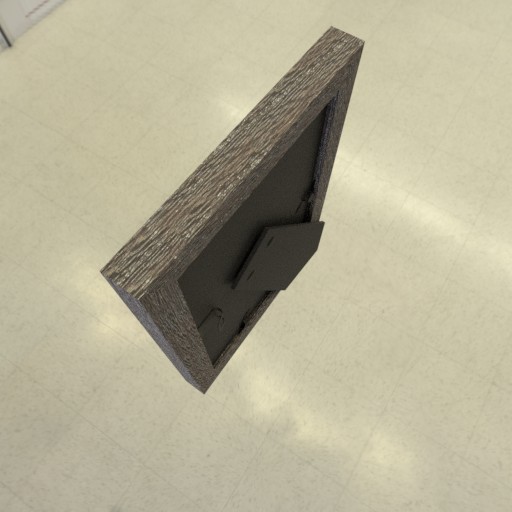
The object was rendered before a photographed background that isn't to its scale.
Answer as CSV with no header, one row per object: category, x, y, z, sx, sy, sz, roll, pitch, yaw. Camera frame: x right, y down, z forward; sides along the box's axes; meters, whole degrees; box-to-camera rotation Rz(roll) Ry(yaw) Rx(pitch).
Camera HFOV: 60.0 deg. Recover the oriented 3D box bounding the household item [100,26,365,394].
household item,0.000,0.000,0.234,0.020,0.180,0.133,33,69,15
